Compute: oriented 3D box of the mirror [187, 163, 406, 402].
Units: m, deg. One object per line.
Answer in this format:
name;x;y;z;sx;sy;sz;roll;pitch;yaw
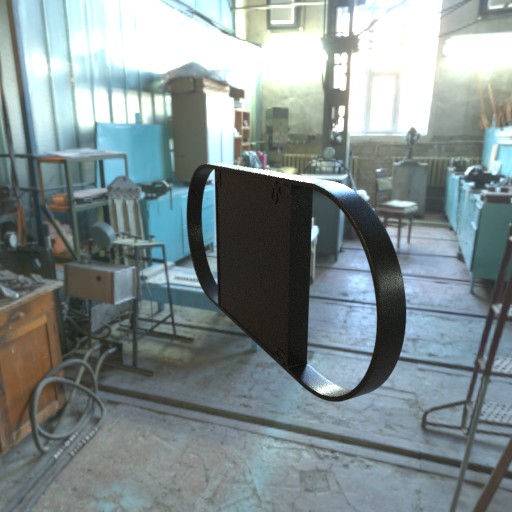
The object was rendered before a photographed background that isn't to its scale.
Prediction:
mirror;0.000;0.000;0.668;0.032;0.254;0.584;-8;17;-25
